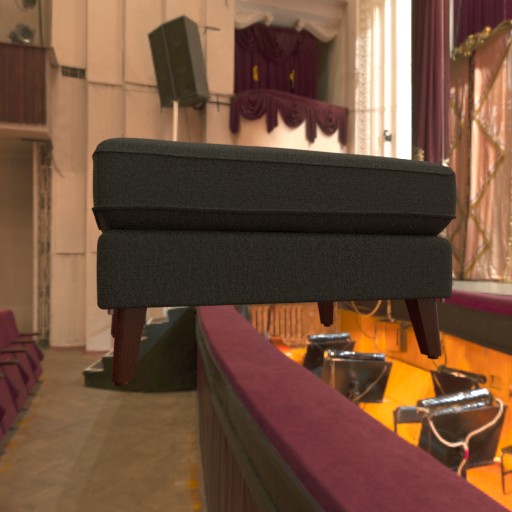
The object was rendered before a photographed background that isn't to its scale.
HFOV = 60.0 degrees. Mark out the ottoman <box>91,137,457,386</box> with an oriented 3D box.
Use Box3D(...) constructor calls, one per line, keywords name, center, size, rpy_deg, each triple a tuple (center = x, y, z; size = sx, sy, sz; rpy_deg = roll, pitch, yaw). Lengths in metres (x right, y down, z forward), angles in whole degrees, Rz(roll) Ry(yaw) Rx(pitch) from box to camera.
Box3D(name="ottoman", center=(0.000, 0.000, 1.222), size=(0.835, 0.503, 0.629), rpy_deg=(0, -1, -18))
